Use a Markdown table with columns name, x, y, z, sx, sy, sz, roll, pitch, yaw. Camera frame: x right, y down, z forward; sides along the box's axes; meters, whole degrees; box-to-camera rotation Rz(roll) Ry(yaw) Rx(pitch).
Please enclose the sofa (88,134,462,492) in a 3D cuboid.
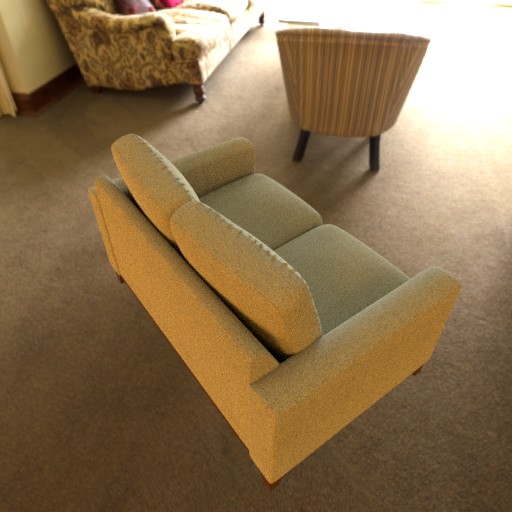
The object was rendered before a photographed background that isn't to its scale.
| name | x | y | z | sx | sy | sz | roll | pitch | yaw |
| --- | --- | --- | --- | --- | --- | --- | --- | --- | --- |
| sofa | 0.000 | 0.000 | 1.951 | 0.917 | 0.873 | 1.420 | -26 | 48 | -26 |
